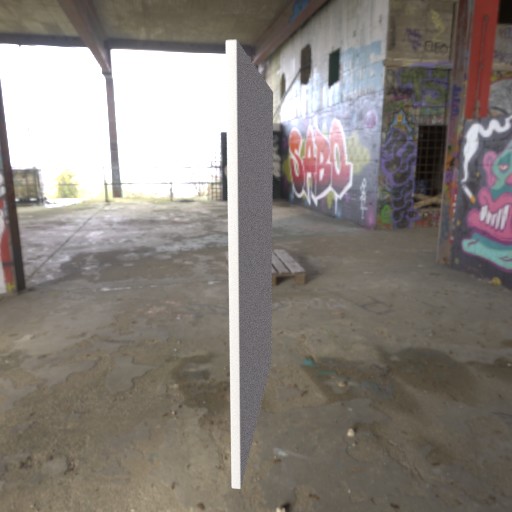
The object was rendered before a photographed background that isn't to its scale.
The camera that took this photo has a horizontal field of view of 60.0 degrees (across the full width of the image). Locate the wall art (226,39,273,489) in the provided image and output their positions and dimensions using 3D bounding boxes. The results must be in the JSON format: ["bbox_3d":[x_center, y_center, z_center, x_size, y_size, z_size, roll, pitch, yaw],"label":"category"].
[{"bbox_3d":[0.000,0.000,0.621,0.011,0.482,0.329,2,12,8],"label":"wall art"}]
